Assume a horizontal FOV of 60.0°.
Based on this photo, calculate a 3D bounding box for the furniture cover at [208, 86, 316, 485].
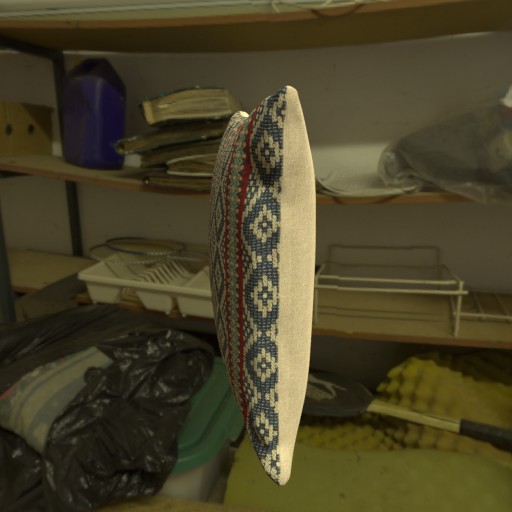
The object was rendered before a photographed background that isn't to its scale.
[{"bbox_3d":[0.000,0.000,0.656,0.139,0.431,0.431,-2,15,-8],"label":"furniture cover"}]
